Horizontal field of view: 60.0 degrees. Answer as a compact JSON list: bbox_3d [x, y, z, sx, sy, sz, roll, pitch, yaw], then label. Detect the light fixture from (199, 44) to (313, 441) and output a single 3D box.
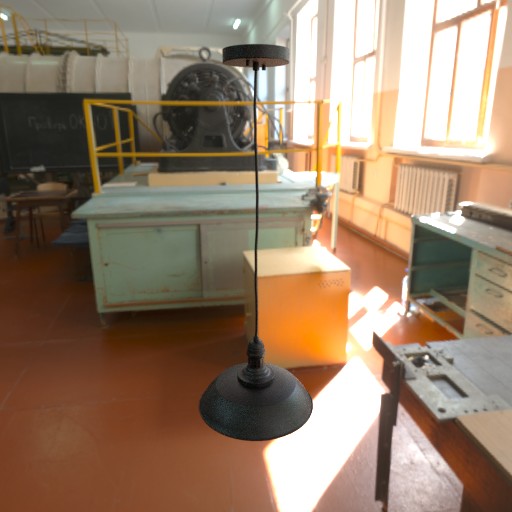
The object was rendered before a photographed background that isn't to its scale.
[{"bbox_3d":[0.000,0.000,1.165,0.331,0.993,0.331,8,18,25],"label":"light fixture"}]
